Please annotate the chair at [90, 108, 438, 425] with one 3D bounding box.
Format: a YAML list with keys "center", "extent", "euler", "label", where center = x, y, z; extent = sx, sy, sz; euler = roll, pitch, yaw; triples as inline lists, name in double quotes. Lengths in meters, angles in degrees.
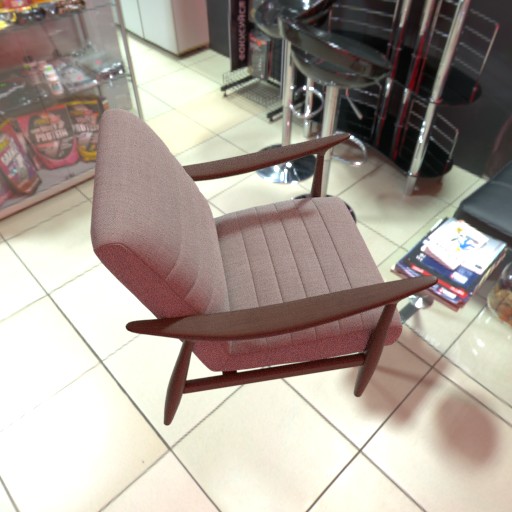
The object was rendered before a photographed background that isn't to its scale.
- center: [0.000, 0.000, 1.410]
  extent: [0.798, 0.832, 0.741]
  euler: [-8, 48, -7]
  label: "chair"
